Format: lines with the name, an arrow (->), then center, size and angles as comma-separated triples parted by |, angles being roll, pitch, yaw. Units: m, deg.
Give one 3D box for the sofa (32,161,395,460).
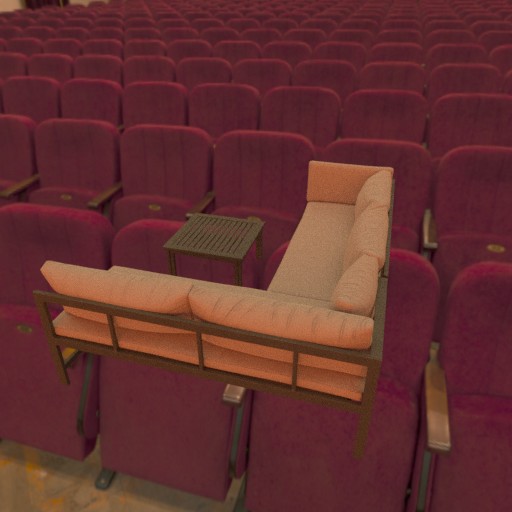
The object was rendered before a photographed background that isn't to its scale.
sofa -> 0.000, 0.000, 2.945 | 1.658, 0.758, 2.096 | 9, 32, 14
